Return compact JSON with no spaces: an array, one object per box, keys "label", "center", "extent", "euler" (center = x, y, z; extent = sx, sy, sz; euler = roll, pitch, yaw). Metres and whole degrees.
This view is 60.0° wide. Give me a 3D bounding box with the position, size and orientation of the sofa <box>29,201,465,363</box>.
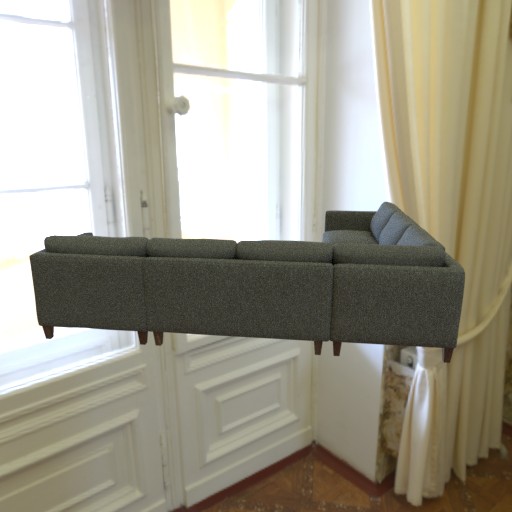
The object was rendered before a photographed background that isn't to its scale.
[{"label":"sofa","center":[0.000,0.000,4.458],"extent":[3.238,0.853,2.551],"euler":[2,15,7]}]
